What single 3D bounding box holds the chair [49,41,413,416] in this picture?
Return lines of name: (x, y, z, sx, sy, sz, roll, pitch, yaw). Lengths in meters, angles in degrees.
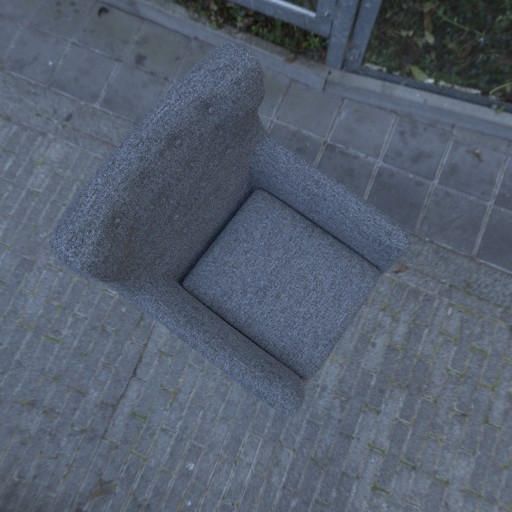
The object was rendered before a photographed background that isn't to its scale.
chair: (0.000, 0.000, 1.752, 0.940, 1.039, 0.889, 36, 79, 8)
